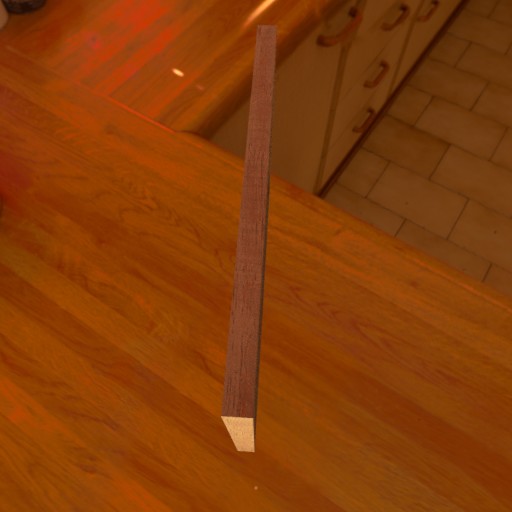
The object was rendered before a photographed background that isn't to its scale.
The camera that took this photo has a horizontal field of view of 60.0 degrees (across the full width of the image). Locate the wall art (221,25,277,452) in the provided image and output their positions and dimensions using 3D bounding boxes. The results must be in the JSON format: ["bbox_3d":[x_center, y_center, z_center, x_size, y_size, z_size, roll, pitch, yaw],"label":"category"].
[{"bbox_3d":[0.000,0.000,1.713,0.070,1.009,1.320,3,62,2],"label":"wall art"}]
